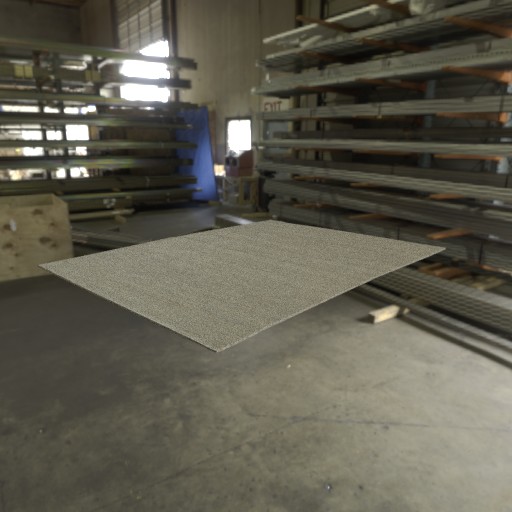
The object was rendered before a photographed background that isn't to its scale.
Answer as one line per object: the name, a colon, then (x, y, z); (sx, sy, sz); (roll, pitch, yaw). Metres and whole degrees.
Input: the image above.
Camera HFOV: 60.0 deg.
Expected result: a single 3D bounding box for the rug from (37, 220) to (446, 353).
rug: (0.000, 0.000, 4.880); (2.757, 0.051, 3.626); (14, 20, 42)
